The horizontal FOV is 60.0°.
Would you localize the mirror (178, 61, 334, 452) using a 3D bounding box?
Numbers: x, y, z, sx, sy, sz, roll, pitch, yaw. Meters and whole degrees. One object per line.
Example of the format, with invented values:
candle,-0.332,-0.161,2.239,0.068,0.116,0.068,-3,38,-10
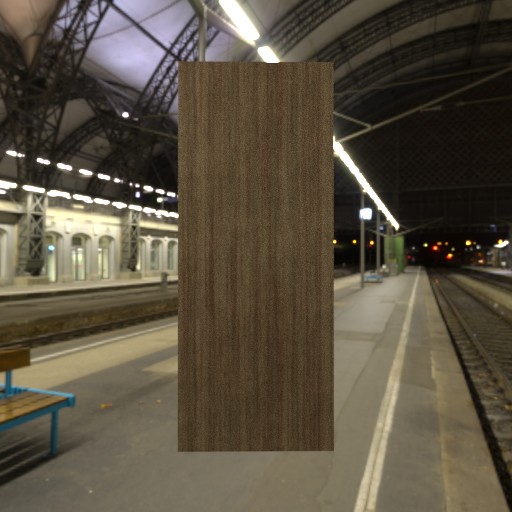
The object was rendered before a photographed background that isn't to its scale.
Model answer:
mirror,0.000,0.000,2.324,0.812,2.032,0.025,0,0,-1
